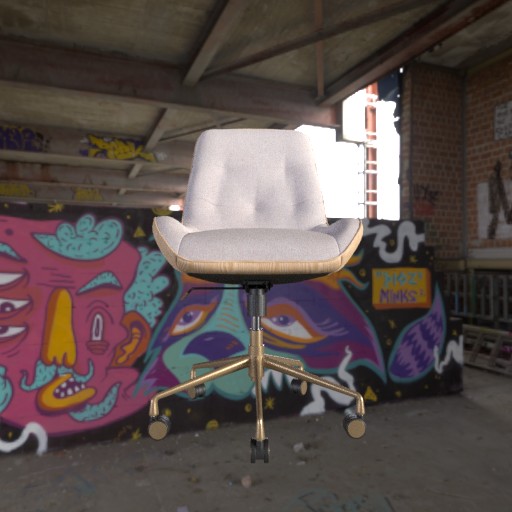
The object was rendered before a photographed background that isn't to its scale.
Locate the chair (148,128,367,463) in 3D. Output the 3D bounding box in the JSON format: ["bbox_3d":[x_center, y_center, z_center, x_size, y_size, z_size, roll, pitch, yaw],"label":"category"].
[{"bbox_3d":[0.000,0.000,1.324,0.564,0.952,0.668,0,-1,-1],"label":"chair"}]
